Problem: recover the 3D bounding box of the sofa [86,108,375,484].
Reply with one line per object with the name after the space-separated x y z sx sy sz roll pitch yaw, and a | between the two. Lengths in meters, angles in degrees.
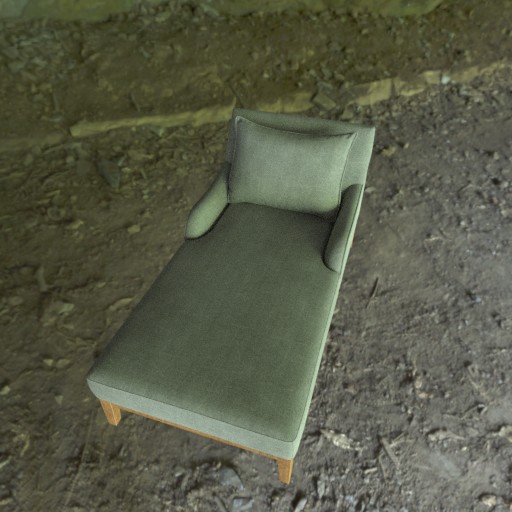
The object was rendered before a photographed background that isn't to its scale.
0.000 0.000 2.281 0.894 0.859 1.779 12 42 14 | sofa
